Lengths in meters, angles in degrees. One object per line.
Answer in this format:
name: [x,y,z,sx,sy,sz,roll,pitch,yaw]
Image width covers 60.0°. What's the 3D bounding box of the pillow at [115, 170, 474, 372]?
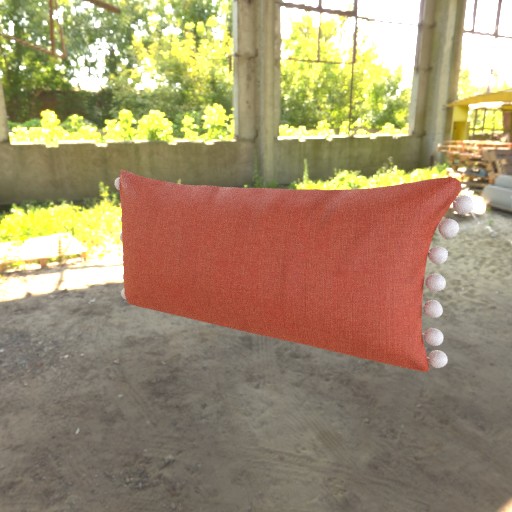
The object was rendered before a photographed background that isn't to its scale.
pillow: [0.000,0.000,0.831,0.709,0.322,0.201,8,18,26]
